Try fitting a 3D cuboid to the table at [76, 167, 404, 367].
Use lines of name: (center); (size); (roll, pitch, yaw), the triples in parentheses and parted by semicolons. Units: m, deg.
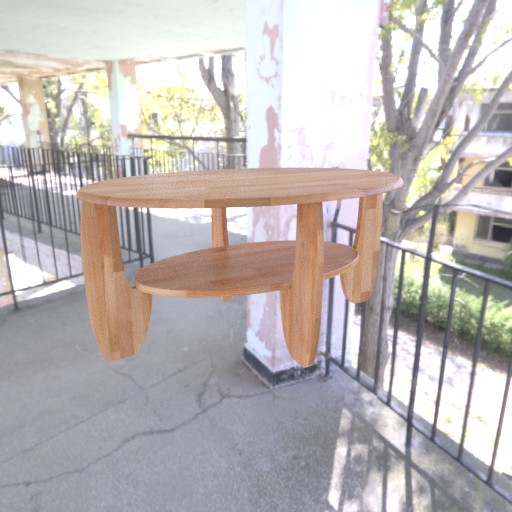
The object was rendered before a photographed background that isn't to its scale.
table: (0.000, 0.000, 1.424); (1.040, 0.490, 0.690); (-9, 19, -27)
